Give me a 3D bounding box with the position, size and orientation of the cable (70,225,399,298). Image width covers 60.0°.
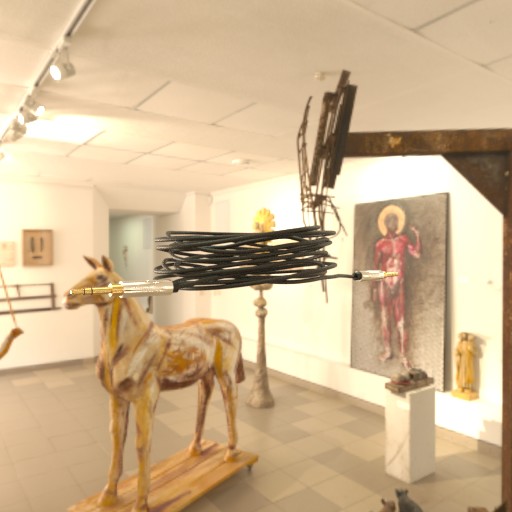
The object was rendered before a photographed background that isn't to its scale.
[{"bbox_3d":[0.000,0.000,0.509,0.432,0.069,0.198,0,1,-37],"label":"cable"}]
